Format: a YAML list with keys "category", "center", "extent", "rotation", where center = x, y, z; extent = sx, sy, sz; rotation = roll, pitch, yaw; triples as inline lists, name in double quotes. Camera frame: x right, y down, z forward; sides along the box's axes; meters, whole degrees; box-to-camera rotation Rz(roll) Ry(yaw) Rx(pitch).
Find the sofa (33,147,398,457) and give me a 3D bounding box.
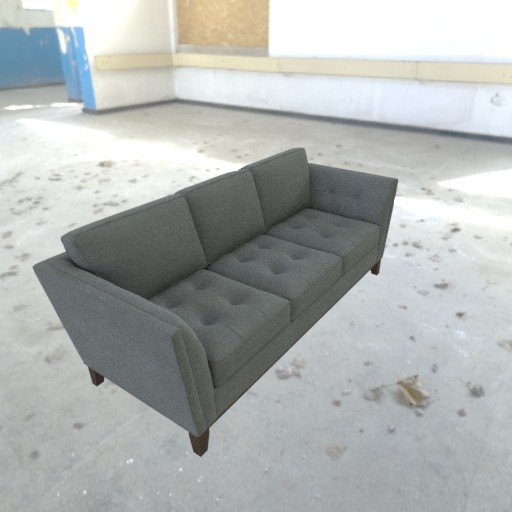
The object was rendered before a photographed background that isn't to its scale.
- category: "sofa"
  center: [0.000, 0.000, 2.890]
  extent: [0.965, 0.940, 2.387]
  rotation: [18, 33, 31]
